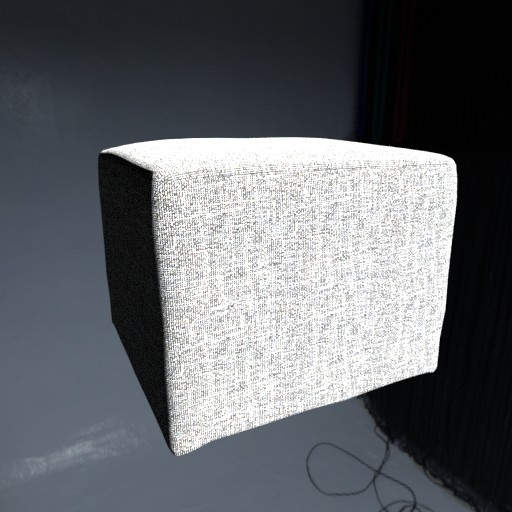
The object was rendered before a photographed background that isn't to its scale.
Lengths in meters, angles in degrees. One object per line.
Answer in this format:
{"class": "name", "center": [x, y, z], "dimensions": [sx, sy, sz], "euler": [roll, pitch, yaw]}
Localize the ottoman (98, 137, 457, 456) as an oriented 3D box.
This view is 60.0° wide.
{"class": "ottoman", "center": [0.000, 0.000, 0.881], "dimensions": [0.521, 0.453, 0.512], "euler": [-8, 18, -25]}
